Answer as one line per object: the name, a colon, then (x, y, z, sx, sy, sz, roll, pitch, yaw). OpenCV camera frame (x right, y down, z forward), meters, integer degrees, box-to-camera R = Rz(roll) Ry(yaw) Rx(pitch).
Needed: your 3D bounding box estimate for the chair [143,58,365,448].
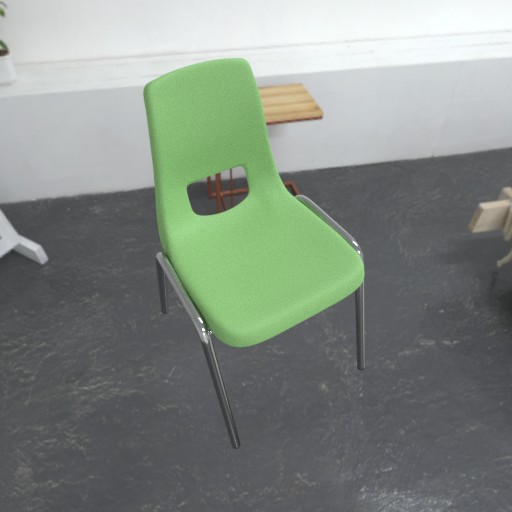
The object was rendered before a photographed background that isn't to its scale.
chair: (0.000, 0.000, 0.928, 0.381, 0.653, 0.436, -25, 52, -21)
